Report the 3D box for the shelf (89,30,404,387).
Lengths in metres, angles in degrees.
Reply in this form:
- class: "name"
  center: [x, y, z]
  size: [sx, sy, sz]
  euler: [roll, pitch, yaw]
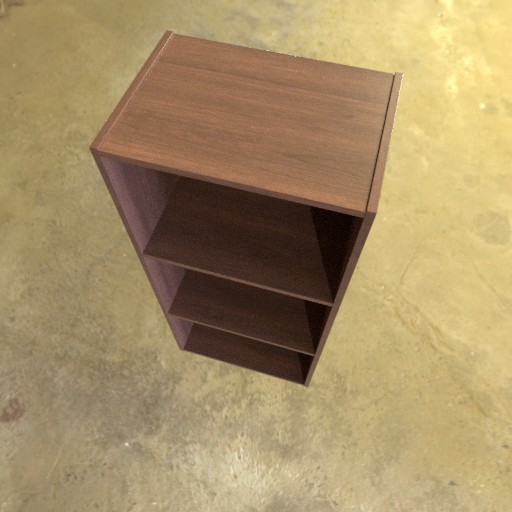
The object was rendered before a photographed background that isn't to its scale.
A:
- class: "shelf"
  center: [0.000, 0.000, 1.050]
  size: [0.414, 0.879, 0.290]
  euler: [14, 60, 8]
